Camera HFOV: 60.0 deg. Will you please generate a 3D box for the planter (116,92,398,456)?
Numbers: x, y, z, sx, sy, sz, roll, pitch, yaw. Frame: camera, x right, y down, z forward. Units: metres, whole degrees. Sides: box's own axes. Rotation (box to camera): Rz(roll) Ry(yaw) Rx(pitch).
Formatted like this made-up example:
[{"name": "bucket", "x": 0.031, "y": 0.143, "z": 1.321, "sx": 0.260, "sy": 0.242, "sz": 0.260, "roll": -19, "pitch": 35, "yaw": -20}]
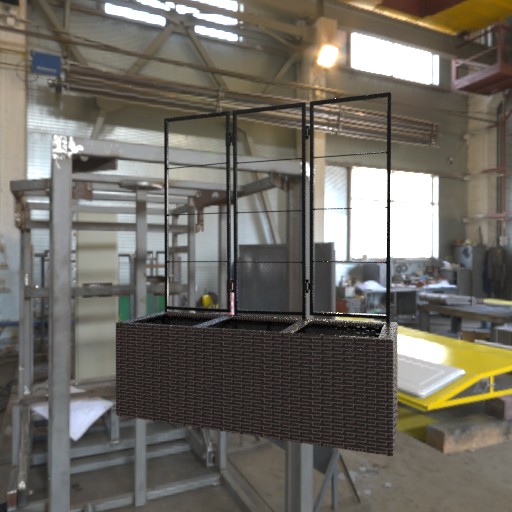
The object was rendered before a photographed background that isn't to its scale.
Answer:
[{"name": "planter", "x": 0.000, "y": 0.000, "z": 1.157, "sx": 0.699, "sy": 0.841, "sz": 0.244, "roll": 0, "pitch": 0, "yaw": 20}]
